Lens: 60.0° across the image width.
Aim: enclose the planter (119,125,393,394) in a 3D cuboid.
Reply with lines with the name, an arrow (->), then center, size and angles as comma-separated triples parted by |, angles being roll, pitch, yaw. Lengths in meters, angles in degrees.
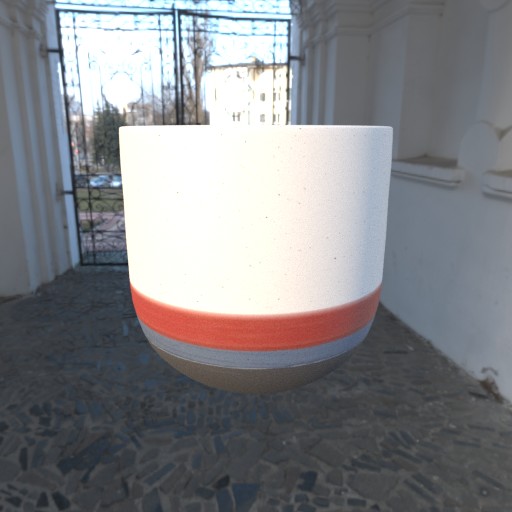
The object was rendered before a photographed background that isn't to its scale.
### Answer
planter -> 0.000, 0.000, 0.484 | 0.268, 0.270, 0.268 | 0, 15, 0
